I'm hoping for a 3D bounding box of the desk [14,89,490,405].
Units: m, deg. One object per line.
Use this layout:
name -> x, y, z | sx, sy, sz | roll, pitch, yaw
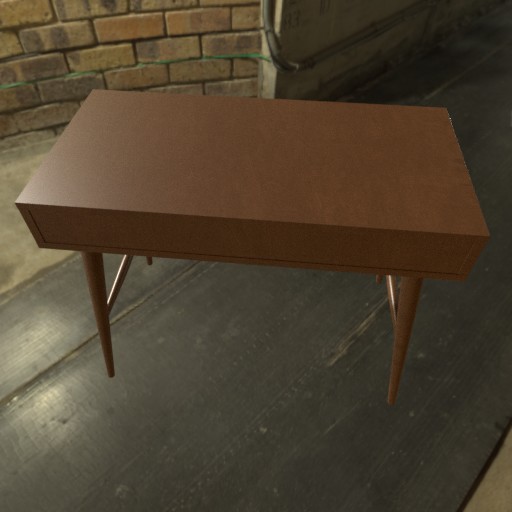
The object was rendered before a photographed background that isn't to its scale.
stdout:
desk -> 0.000, 0.000, 1.320 | 0.949, 0.758, 0.510 | 4, 49, 4
